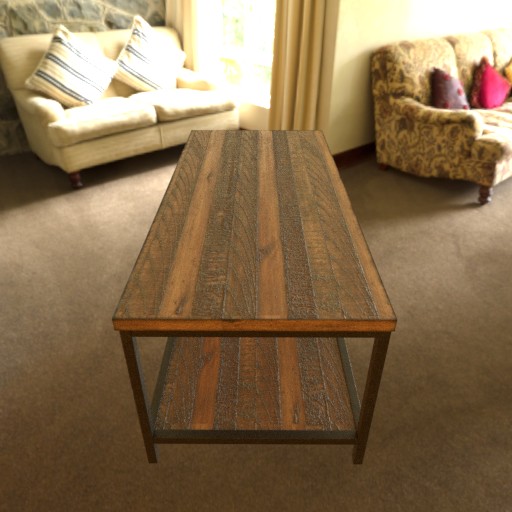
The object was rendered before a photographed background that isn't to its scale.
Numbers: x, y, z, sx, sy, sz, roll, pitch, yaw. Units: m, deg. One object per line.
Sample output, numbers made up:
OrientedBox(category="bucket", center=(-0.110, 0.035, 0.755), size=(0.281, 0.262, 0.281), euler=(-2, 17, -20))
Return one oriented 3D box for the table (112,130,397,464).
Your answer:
OrientedBox(category="table", center=(0.000, 0.000, 1.225), size=(0.452, 0.399, 0.990), euler=(0, 33, 0))
